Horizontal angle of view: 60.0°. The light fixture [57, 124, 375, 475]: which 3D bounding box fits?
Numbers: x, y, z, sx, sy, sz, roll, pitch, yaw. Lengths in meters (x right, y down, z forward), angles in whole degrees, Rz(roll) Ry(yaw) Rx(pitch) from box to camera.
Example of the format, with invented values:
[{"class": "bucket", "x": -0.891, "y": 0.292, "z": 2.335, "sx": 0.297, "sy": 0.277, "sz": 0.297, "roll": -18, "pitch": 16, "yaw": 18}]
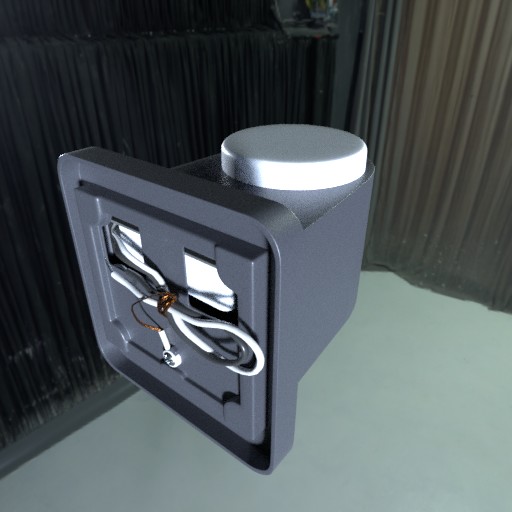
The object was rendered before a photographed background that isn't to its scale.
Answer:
[{"class": "light fixture", "x": 0.000, "y": 0.000, "z": 0.207, "sx": 0.109, "sy": 0.109, "sz": 0.132, "roll": 22, "pitch": 37, "yaw": 32}]
